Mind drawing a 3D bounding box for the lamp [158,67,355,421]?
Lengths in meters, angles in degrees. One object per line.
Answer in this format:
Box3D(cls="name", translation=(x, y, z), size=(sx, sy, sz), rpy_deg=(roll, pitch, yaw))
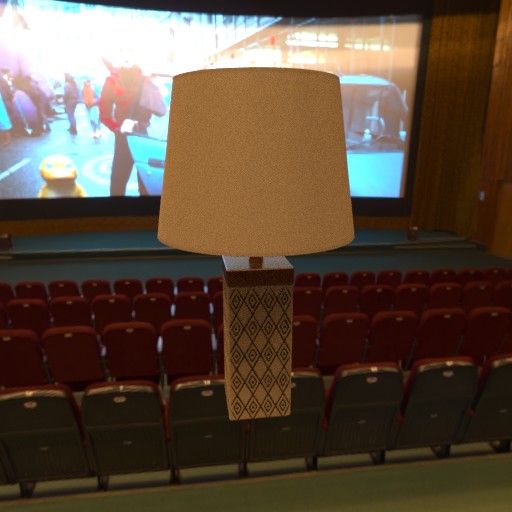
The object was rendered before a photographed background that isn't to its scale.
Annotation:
Box3D(cls="lamp", translation=(0.000, 0.000, 0.586), size=(0.251, 0.435, 0.251), rpy_deg=(0, 14, 0))
